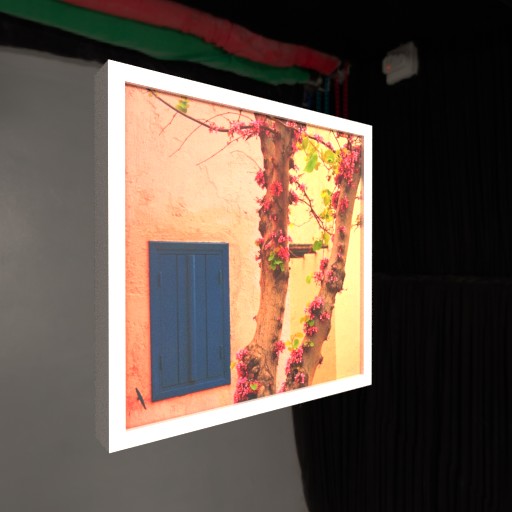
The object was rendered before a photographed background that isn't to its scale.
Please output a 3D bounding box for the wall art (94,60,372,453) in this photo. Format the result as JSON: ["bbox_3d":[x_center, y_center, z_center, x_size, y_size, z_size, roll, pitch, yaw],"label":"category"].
[{"bbox_3d":[0.000,0.000,0.444,0.305,0.302,0.038,0,1,-36],"label":"wall art"}]
